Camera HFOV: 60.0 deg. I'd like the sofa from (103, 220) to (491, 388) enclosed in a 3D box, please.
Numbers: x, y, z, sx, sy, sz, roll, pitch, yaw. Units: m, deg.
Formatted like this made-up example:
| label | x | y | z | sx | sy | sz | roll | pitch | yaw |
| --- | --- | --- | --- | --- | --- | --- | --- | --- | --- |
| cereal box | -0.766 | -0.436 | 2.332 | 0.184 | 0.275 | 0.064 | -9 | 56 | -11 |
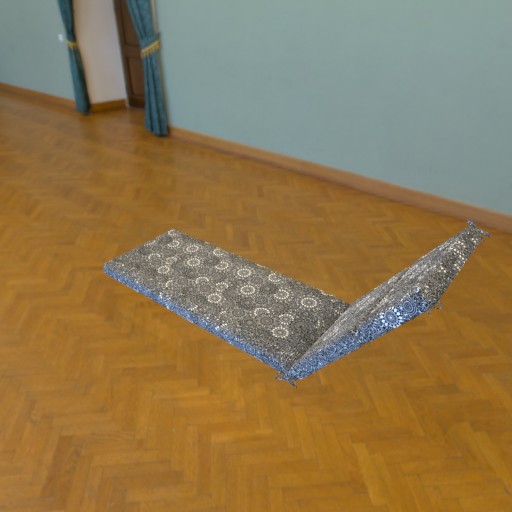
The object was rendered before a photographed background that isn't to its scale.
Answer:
| label | x | y | z | sx | sy | sz | roll | pitch | yaw |
| --- | --- | --- | --- | --- | --- | --- | --- | --- | --- |
| sofa | 0.000 | 0.000 | 1.939 | 1.663 | 0.622 | 0.582 | 22 | 38 | 32 |
